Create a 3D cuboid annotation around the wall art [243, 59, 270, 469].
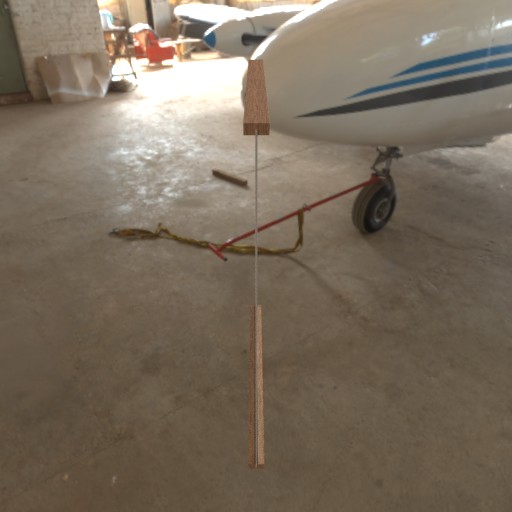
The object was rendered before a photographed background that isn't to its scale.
[{"bbox_3d":[0.000,0.000,0.821,0.028,0.609,0.456,0,32,0],"label":"wall art"}]
